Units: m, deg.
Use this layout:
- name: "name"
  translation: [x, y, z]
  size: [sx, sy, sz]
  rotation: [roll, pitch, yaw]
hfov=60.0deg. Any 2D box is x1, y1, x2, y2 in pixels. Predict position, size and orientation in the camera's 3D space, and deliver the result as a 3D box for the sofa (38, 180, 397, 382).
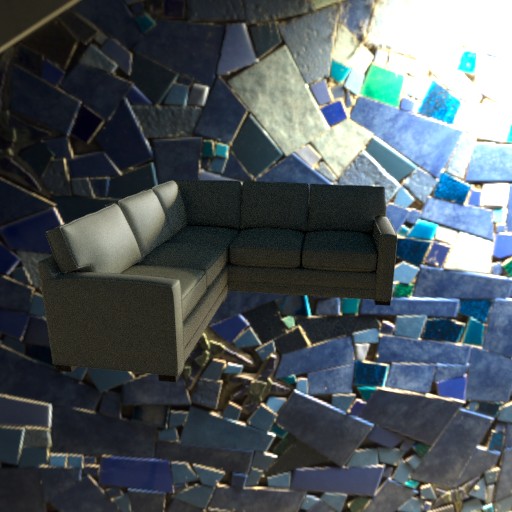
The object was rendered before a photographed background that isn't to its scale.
- name: "sofa"
  translation: [0.000, 0.000, 3.458]
  size: [2.211, 0.936, 2.188]
  rotation: [3, 17, 8]
